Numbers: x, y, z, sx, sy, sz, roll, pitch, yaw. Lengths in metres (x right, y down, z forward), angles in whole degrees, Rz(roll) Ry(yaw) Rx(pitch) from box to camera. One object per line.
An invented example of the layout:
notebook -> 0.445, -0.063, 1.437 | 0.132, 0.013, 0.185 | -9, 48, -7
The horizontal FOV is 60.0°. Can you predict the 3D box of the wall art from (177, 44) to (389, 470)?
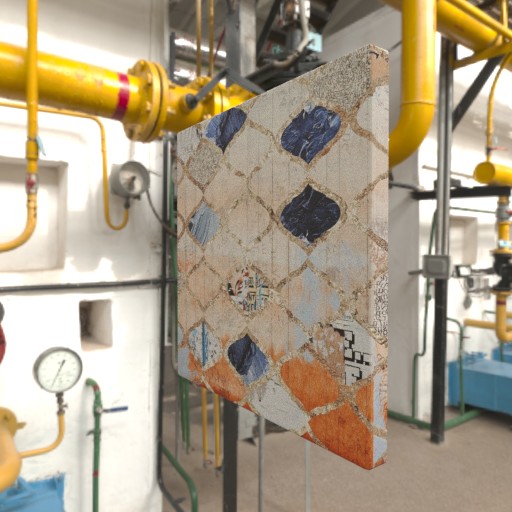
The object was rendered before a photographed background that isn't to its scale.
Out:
wall art -> 0.000, 0.000, 0.738 | 0.038, 0.508, 0.507 | -1, 1, -36
